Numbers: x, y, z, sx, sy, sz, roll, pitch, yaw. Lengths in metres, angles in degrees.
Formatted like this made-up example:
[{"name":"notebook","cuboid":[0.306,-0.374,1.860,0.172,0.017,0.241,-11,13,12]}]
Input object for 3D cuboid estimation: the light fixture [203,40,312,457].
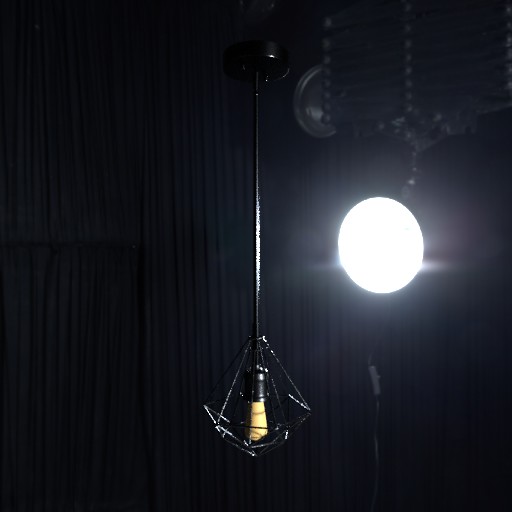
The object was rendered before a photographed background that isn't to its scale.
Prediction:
[{"name":"light fixture","cuboid":[0.000,0.000,1.956,0.431,1.764,0.487,0,0,-19]}]
